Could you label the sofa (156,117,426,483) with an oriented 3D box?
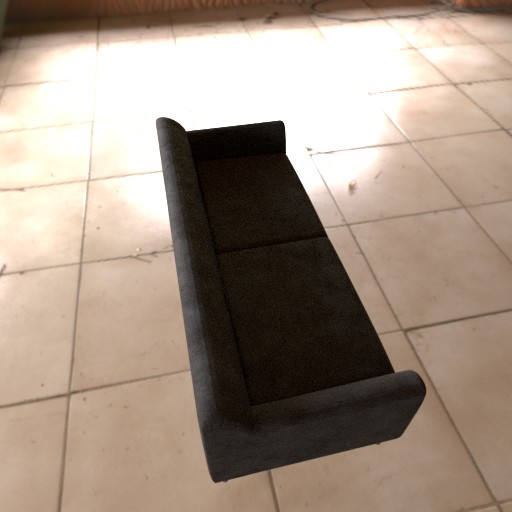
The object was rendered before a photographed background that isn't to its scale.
[{"bbox_3d":[0.000,0.000,2.557,0.900,0.740,2.190,-9,47,-9],"label":"sofa"}]
